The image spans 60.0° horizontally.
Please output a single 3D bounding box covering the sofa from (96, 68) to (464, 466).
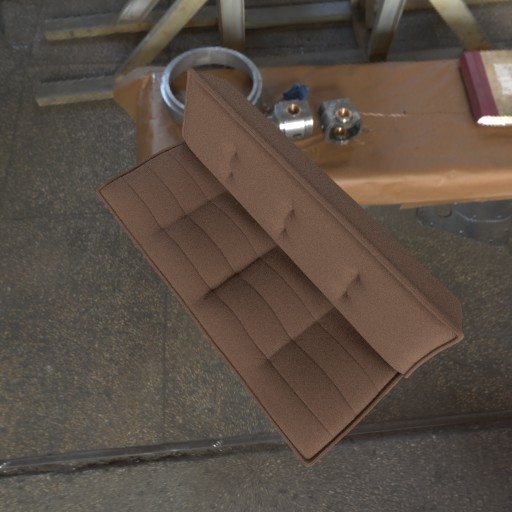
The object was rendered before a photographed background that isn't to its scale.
[{"bbox_3d":[0.000,0.000,2.420,0.950,0.890,1.940,-36,69,-16],"label":"sofa"}]
